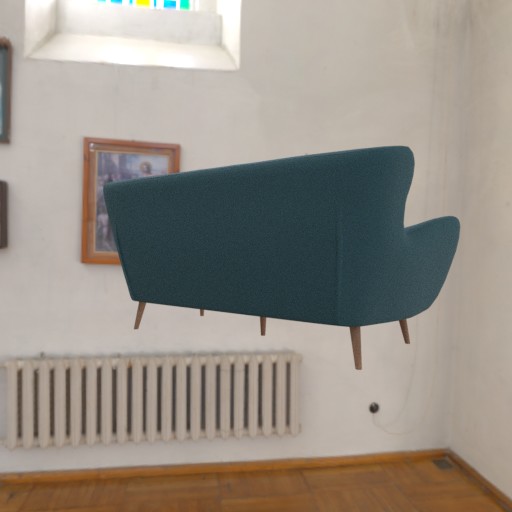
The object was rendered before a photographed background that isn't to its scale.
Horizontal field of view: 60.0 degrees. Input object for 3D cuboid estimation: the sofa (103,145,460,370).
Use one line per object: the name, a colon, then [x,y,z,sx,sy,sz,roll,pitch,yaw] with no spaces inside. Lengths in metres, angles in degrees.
sofa: [0.000,0.000,2.430,1.930,0.890,0.889,1,2,36]
